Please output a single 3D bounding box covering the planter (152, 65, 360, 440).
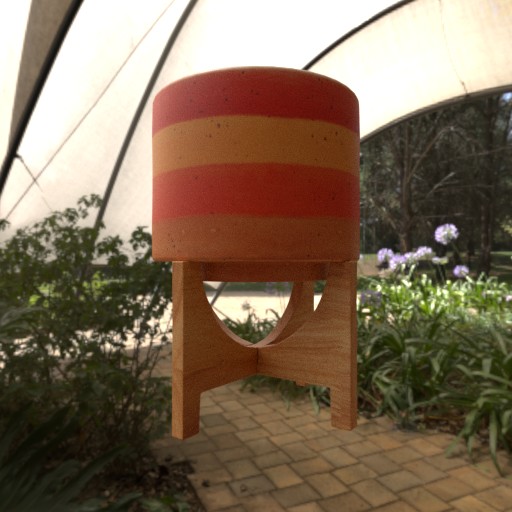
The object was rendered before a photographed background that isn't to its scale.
[{"bbox_3d":[0.000,0.000,0.565,0.269,0.379,0.269,0,-1,0],"label":"planter"}]
